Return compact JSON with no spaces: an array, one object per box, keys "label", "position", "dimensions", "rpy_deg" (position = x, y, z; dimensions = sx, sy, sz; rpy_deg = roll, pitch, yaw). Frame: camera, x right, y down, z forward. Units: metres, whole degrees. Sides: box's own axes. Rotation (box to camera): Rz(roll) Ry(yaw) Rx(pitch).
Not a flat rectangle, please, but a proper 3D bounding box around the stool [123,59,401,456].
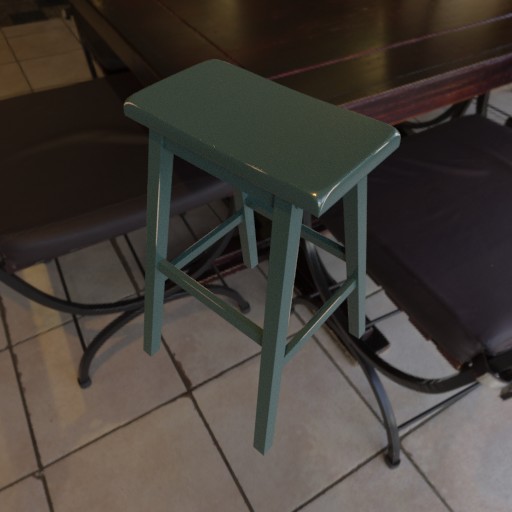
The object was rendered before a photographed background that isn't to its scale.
[{"label":"stool","position":[0.000,0.000,1.046],"dimensions":[0.457,0.737,0.476],"rpy_deg":[32,55,26]}]
